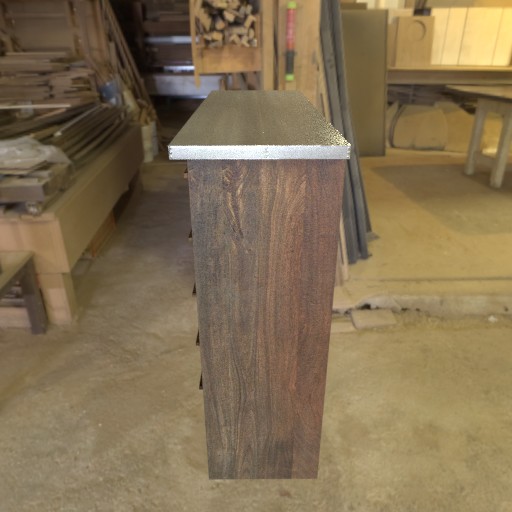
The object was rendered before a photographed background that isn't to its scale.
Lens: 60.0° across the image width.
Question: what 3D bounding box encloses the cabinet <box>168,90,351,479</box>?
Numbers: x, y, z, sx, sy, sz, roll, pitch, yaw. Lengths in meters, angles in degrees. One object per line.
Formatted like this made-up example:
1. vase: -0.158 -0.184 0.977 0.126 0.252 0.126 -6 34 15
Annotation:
1. cabinet: 0.000 0.000 1.439 0.338 0.919 0.968 0 26 0
